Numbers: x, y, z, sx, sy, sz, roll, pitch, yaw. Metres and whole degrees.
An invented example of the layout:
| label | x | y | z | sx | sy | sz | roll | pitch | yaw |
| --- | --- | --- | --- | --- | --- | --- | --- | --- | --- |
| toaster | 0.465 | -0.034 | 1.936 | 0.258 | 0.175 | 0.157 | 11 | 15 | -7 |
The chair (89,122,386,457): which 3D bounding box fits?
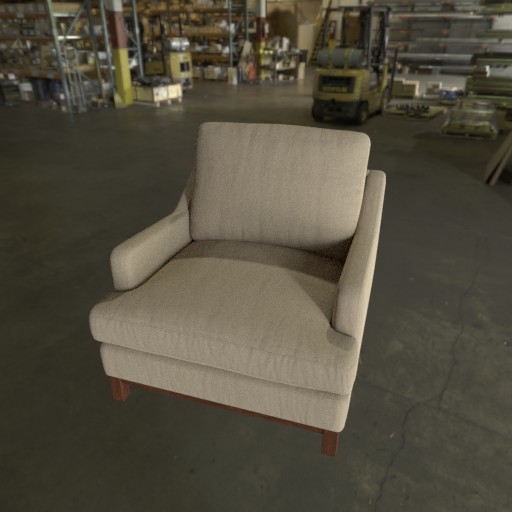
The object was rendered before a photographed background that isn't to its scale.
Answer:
| label | x | y | z | sx | sy | sz | roll | pitch | yaw |
| --- | --- | --- | --- | --- | --- | --- | --- | --- | --- |
| chair | 0.000 | 0.000 | 1.767 | 0.912 | 0.916 | 1.001 | 8 | 28 | 16 |
